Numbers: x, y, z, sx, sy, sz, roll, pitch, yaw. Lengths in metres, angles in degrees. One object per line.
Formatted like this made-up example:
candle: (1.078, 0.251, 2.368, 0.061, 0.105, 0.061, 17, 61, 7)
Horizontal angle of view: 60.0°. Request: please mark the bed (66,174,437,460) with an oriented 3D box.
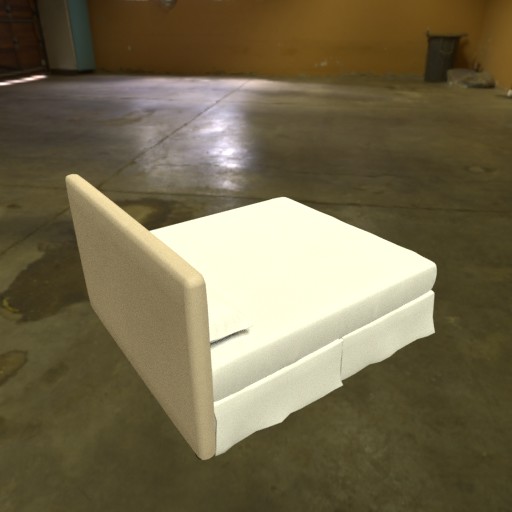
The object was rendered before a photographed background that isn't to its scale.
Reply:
bed: (0.000, 0.000, 3.656, 2.319, 1.317, 2.119, -19, 33, -31)
